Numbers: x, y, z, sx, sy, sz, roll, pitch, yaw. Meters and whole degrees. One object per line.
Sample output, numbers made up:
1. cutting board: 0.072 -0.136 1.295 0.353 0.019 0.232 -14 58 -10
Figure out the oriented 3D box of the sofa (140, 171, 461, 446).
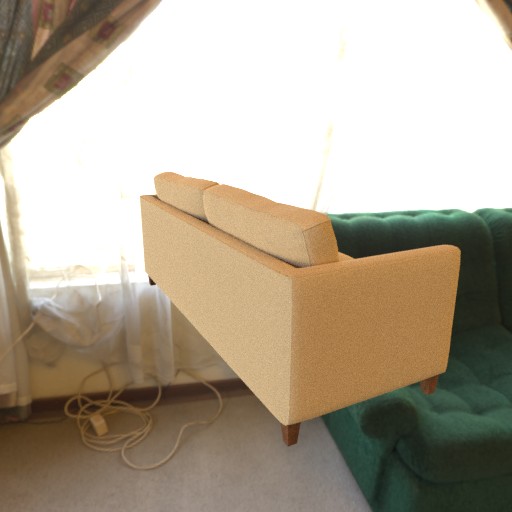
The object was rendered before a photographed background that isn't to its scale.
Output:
1. sofa: 0.000 0.000 2.871 0.951 0.968 2.361 -8 18 -26
